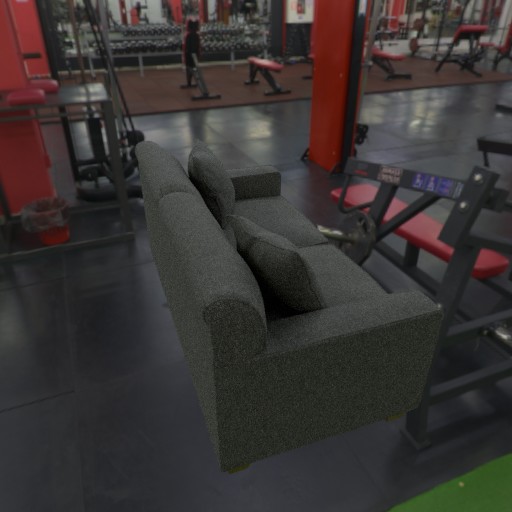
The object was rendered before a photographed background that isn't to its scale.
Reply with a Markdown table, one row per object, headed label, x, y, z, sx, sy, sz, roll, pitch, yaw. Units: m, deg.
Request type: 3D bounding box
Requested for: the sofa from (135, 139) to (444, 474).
| label | x | y | z | sx | sy | sz | roll | pitch | yaw |
| --- | --- | --- | --- | --- | --- | --- | --- | --- | --- |
| sofa | 0.000 | 0.000 | 2.427 | 0.998 | 0.958 | 1.846 | -10 | 32 | -17 |
